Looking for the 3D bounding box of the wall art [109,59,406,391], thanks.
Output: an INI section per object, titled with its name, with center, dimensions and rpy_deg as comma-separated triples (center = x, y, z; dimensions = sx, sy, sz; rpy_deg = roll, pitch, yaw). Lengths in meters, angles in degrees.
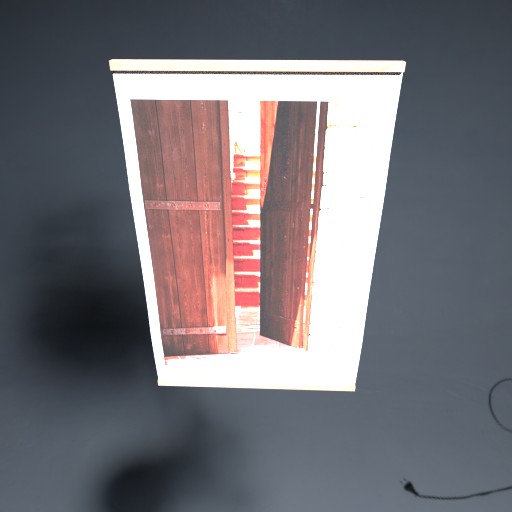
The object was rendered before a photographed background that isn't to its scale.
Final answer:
[wall art]
center = 0.000, 0.000, 0.627
dimensions = 0.332, 0.508, 0.012
rpy_deg = 1, 30, 2
